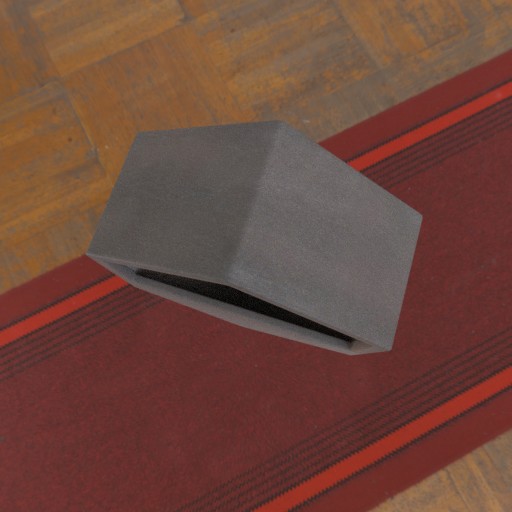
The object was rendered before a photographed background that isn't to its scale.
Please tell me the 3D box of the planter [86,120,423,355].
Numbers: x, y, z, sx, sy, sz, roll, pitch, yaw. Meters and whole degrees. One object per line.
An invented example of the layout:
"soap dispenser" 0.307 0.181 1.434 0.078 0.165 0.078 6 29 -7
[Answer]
"planter" 0.000 0.000 0.287 0.169 0.206 0.077 17 77 4
